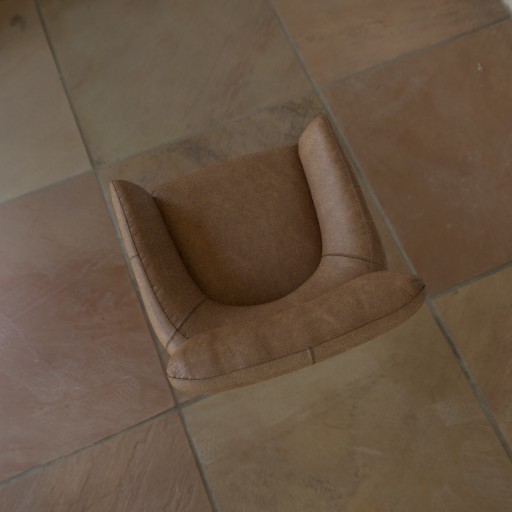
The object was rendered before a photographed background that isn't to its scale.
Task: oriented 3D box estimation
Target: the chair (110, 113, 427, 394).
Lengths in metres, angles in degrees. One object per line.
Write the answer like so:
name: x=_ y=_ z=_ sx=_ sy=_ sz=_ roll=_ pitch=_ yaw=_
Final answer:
chair: x=0.000 y=0.000 z=1.363 sx=0.706 sy=0.812 sz=0.715 roll=-19 pitch=75 yaw=-5
